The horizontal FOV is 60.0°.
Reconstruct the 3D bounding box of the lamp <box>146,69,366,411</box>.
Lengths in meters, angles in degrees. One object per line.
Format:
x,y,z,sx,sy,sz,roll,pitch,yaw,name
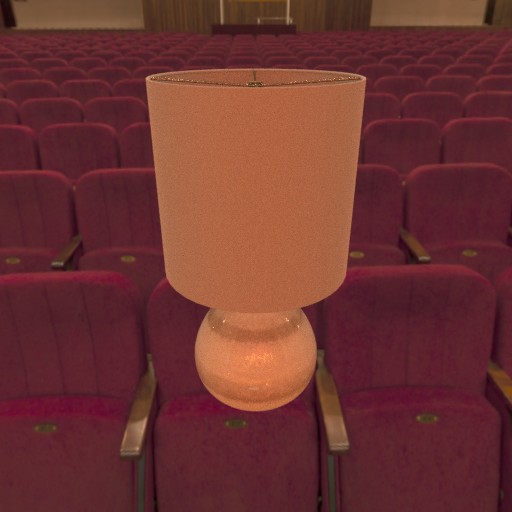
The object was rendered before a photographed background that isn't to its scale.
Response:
0.000,0.000,0.535,0.217,0.404,0.217,-1,27,-1,lamp
